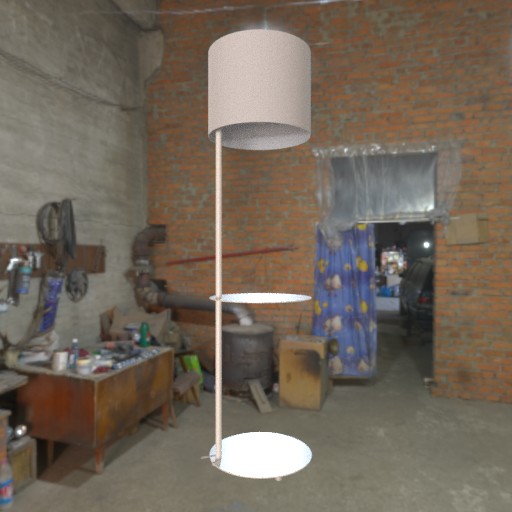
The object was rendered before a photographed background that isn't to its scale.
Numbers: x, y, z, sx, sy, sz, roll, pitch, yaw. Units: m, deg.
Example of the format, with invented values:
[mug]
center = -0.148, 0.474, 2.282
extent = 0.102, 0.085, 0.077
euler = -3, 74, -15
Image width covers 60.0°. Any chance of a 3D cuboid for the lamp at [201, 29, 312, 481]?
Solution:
[lamp]
center = 0.000, 0.000, 1.610
extent = 0.405, 1.465, 0.372
euler = 0, 0, -19
